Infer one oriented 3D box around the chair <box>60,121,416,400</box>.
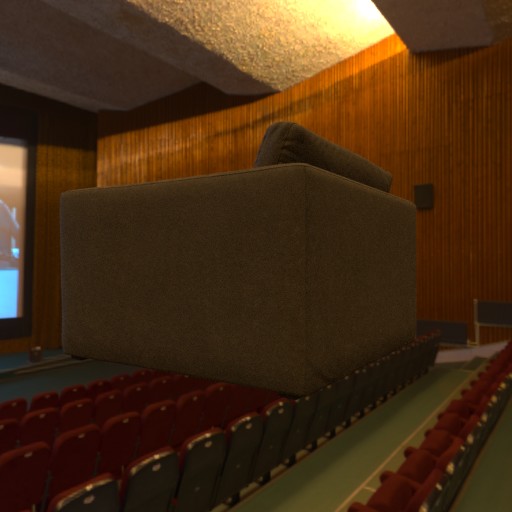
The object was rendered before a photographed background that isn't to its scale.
[{"bbox_3d":[0.000,0.000,1.905,1.091,0.845,1.190,0,-1,35],"label":"chair"}]
